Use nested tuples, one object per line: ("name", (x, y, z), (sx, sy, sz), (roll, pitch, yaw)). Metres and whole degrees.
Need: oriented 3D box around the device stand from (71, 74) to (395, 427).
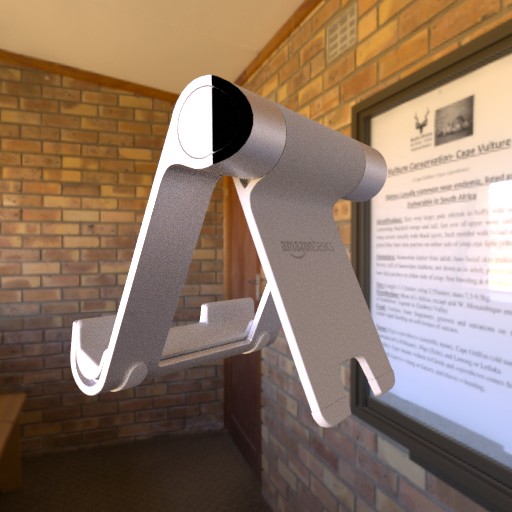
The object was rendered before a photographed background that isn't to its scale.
("device stand", (0.000, 0.000, 0.147), (0.079, 0.084, 0.086), (0, 1, 38))
